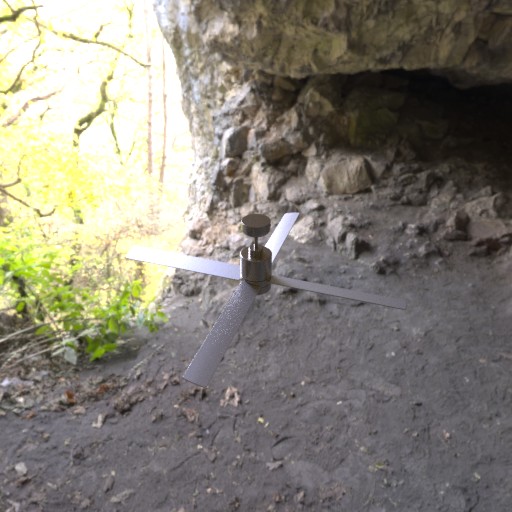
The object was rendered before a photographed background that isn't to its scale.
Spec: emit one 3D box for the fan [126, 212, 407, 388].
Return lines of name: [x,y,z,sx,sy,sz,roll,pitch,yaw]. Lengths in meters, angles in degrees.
fan: [0.000,0.000,1.960,1.322,0.355,1.322,10,34,16]
